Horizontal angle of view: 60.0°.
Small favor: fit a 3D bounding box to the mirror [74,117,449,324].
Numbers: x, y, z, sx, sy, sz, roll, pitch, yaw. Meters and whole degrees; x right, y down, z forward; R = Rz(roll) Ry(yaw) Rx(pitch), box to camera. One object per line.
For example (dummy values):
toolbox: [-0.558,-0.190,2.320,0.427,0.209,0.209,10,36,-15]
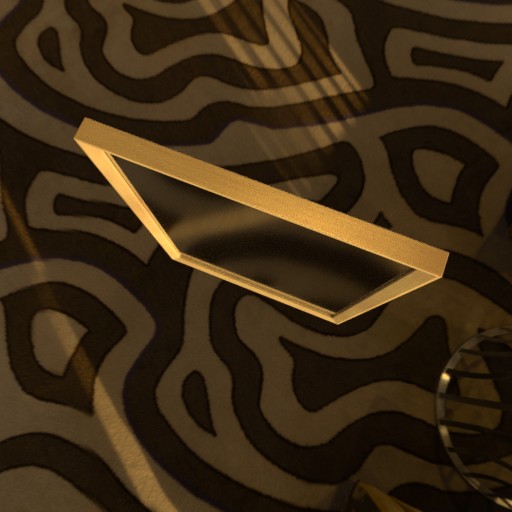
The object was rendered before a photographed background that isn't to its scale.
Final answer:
mirror: [0.000,0.000,0.916,0.507,0.710,0.039,21,78,5]
